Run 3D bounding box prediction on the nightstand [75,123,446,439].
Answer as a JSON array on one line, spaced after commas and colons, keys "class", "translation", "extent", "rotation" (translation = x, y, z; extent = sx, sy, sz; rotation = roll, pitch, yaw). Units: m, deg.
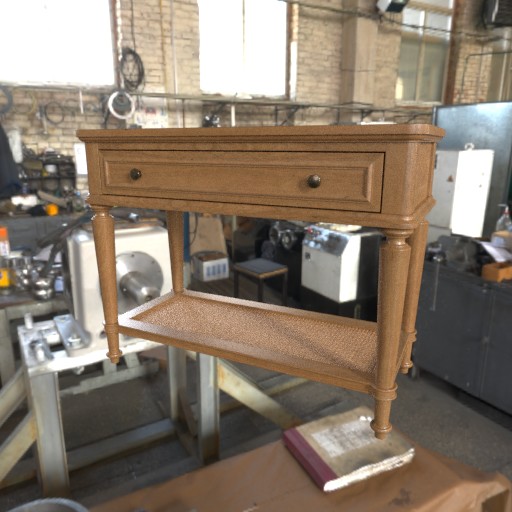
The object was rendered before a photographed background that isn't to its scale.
[{"class": "nightstand", "translation": [0.000, 0.000, 1.278], "extent": [0.914, 0.700, 0.432], "rotation": [7, 16, 26]}]
